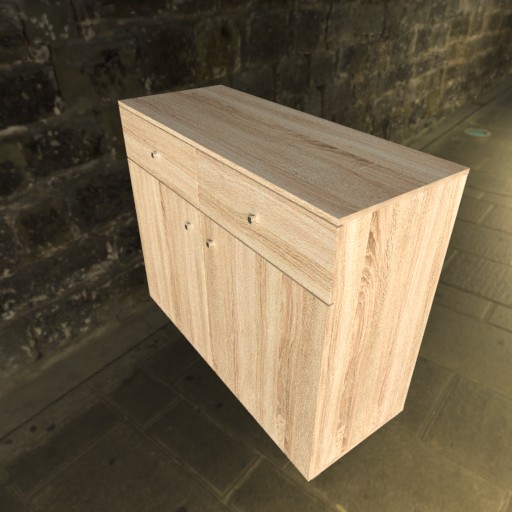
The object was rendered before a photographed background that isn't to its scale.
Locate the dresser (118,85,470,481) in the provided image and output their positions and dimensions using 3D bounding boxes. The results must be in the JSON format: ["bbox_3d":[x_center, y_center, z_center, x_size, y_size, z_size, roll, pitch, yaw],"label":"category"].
[{"bbox_3d":[0.000,0.000,1.552,0.450,0.900,1.100,-22,39,-30],"label":"dresser"}]
